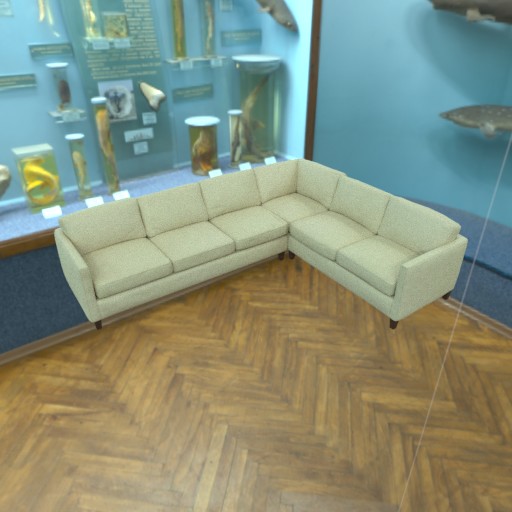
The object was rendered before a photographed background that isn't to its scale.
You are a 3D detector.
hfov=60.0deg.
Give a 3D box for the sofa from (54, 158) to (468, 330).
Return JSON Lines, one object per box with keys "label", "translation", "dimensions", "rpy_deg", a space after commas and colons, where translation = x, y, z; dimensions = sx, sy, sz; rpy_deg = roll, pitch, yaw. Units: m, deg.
{"label": "sofa", "translation": [0.000, 0.000, 4.510], "dimensions": [3.302, 0.947, 2.593], "rpy_deg": [-20, 36, -29]}
